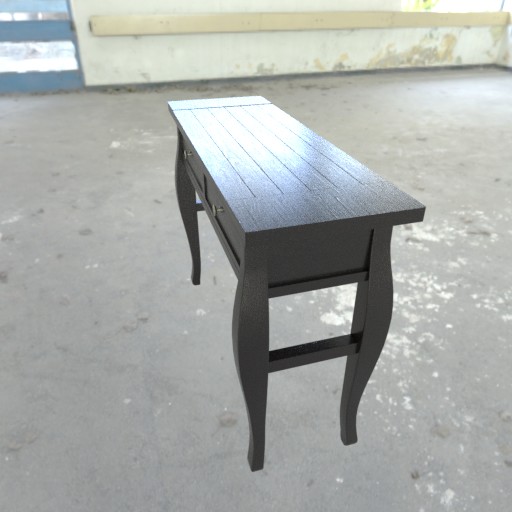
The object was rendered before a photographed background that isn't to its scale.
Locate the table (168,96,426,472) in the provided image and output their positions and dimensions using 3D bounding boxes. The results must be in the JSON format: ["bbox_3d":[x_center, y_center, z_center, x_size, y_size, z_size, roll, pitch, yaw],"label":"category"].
[{"bbox_3d":[0.000,0.000,1.429,0.373,0.768,1.062,-9,32,-14],"label":"table"}]
